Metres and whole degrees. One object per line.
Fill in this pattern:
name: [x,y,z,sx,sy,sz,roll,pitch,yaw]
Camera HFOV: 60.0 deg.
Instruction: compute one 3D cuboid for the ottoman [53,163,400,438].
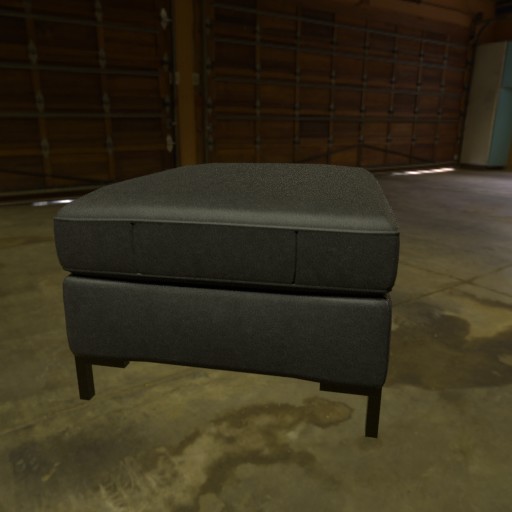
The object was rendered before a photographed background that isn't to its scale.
ottoman: [0.000,0.000,1.781,0.967,0.696,1.187,3,17,11]
